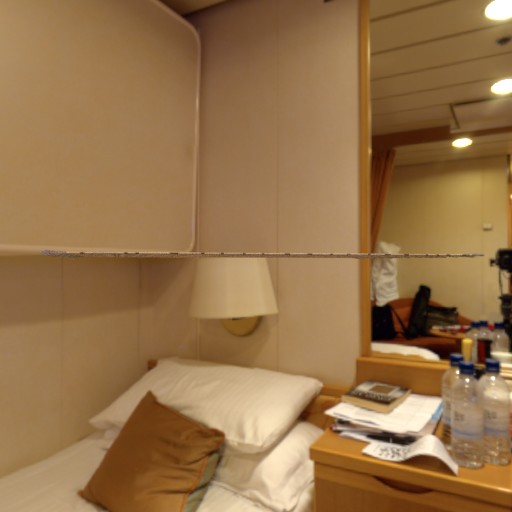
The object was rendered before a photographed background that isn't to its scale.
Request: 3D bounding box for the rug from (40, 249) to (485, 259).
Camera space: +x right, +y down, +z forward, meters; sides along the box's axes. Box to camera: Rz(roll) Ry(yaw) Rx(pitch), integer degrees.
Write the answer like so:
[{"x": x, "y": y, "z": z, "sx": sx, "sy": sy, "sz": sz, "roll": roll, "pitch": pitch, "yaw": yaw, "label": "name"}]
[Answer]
[{"x": 0.000, "y": 0.000, "z": 3.023, "sx": 2.472, "sy": 0.035, "sz": 1.495, "roll": 0, "pitch": -1, "yaw": -17, "label": "rug"}]
